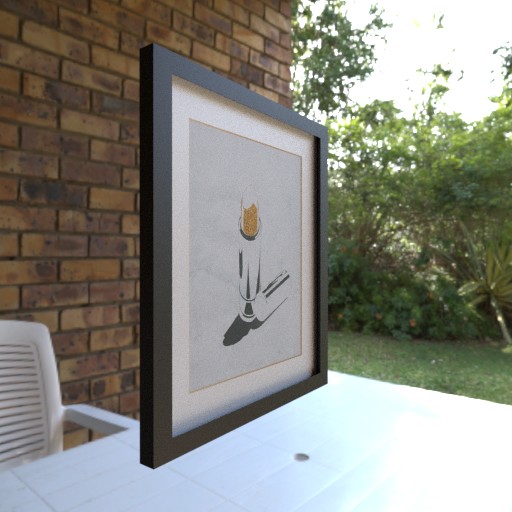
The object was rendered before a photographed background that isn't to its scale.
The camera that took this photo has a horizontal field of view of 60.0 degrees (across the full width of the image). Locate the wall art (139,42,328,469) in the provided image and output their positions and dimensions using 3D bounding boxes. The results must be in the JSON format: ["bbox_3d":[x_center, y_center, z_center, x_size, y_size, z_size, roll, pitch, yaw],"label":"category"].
[{"bbox_3d":[0.000,0.000,0.533,0.019,0.381,0.330,0,0,37],"label":"wall art"}]
